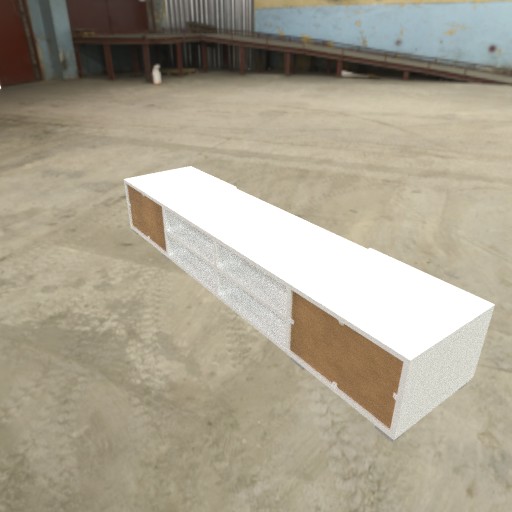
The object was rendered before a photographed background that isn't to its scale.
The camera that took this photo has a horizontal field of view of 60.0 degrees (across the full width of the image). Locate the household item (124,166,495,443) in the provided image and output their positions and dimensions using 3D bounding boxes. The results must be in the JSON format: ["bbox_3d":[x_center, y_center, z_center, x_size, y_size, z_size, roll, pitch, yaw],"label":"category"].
[{"bbox_3d":[0.000,0.000,1.954,0.420,0.310,1.850,-19,33,-32],"label":"household item"}]
